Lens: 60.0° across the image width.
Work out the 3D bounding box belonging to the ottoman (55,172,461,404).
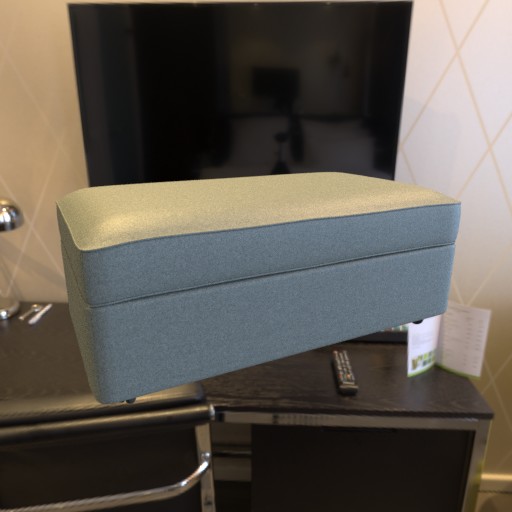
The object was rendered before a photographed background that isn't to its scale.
[{"bbox_3d":[0.000,0.000,1.502,1.173,0.494,0.681,-9,19,-26],"label":"ottoman"}]
